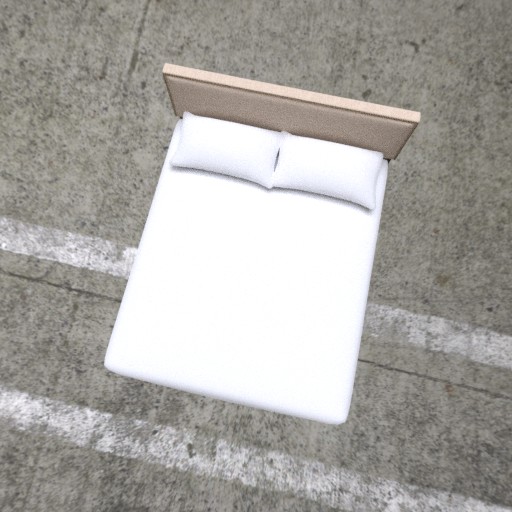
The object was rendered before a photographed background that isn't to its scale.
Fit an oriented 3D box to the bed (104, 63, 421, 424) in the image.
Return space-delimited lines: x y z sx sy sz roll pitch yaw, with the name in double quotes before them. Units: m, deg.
"bed" 0.000 0.000 2.910 1.616 1.016 1.876 12 75 3
